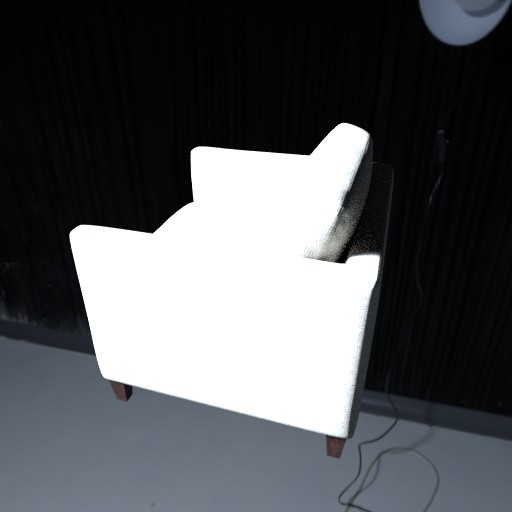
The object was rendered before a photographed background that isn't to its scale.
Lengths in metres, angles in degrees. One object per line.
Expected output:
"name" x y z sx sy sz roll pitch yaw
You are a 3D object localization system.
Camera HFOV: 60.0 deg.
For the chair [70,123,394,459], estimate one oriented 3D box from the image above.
"chair" 0.000 0.000 1.746 0.959 0.919 0.996 9 31 15
